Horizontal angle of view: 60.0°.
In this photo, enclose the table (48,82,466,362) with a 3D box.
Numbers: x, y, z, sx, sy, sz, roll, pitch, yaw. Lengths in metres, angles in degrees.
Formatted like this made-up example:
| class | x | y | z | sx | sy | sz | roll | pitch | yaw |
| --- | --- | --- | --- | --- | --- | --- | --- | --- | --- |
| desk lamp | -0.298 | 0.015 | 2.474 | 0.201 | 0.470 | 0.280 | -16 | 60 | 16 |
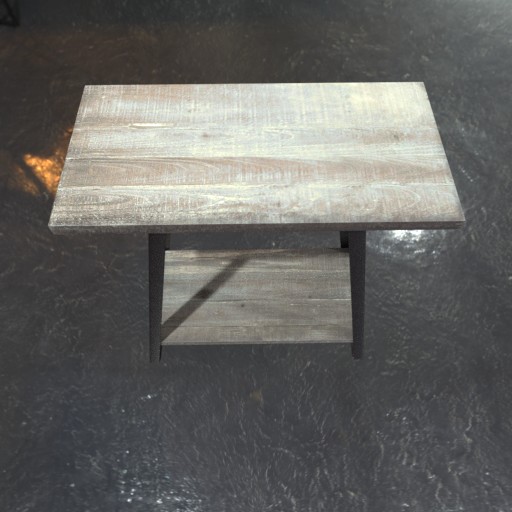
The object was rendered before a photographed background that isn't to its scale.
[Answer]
| class | x | y | z | sx | sy | sz | roll | pitch | yaw |
| --- | --- | --- | --- | --- | --- | --- | --- | --- | --- |
| table | 0.000 | 0.000 | 1.012 | 0.599 | 0.701 | 0.300 | -1 | 60 | 0 |
